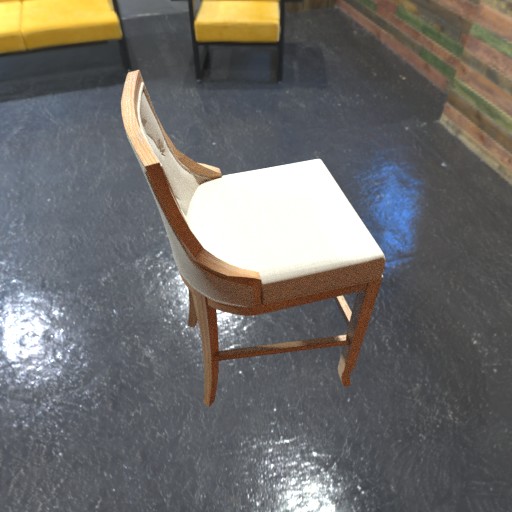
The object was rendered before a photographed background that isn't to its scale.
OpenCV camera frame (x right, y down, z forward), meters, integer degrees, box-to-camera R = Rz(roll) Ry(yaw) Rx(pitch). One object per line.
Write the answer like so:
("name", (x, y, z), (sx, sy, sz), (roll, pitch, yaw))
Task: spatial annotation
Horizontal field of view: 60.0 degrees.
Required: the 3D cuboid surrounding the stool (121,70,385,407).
("stool", (0.000, 0.000, 1.447), (0.626, 1.101, 0.524), (-11, 47, -11))
